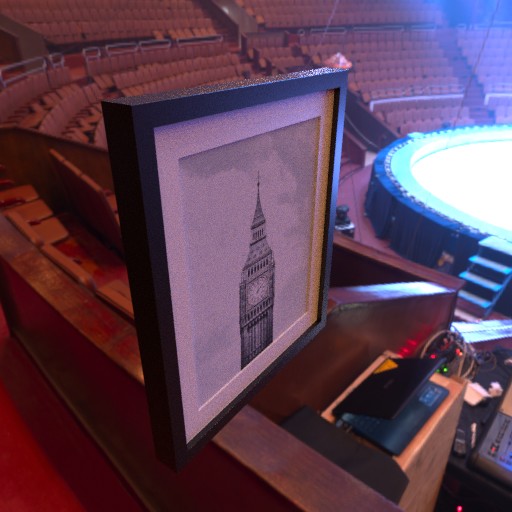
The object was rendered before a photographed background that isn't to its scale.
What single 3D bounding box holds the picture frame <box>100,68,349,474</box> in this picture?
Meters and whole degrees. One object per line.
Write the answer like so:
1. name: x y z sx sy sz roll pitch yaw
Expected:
1. picture frame: 0.000 0.000 0.512 0.034 0.378 0.328 19 33 32
